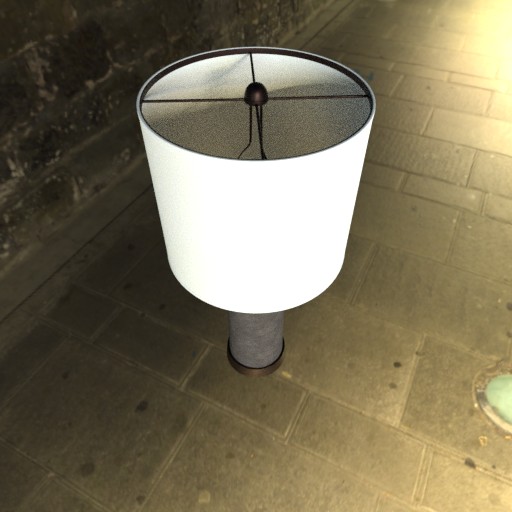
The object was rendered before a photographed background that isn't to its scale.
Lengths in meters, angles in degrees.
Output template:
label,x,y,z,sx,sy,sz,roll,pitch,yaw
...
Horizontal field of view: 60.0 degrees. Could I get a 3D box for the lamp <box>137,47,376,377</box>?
label,x,y,z,sx,sy,sz,roll,pitch,yaw
lamp,0.000,0.000,0.785,0.301,0.630,0.301,33,55,27
